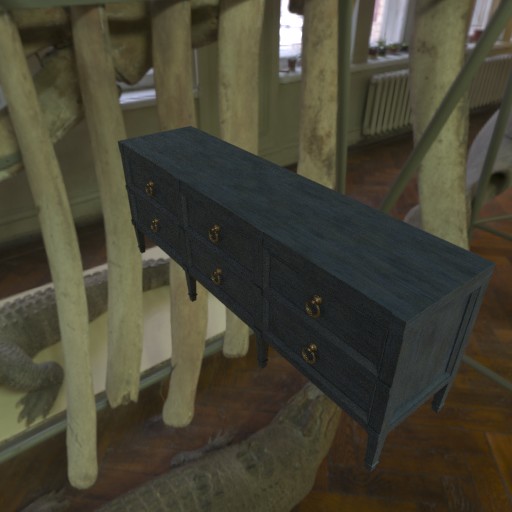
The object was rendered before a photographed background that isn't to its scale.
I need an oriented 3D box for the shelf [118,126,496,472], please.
[{"bbox_3d":[0.000,0.000,2.103,0.471,0.715,1.878,-23,39,-31],"label":"shelf"}]
